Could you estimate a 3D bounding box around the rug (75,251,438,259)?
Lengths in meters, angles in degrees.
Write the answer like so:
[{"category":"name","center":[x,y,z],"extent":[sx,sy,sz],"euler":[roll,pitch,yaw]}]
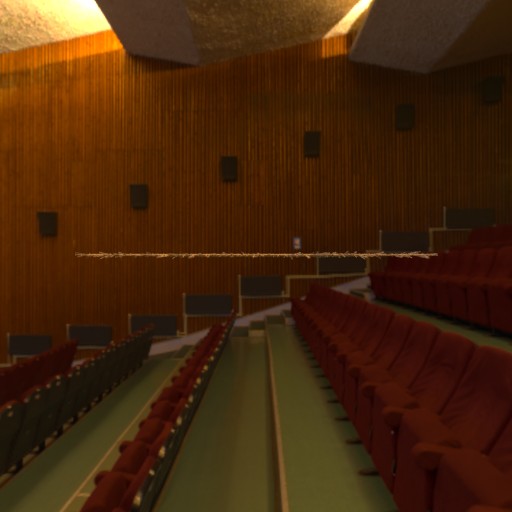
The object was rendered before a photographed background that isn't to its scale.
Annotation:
[{"category":"rug","center":[0.000,0.000,2.481],"extent":[1.224,0.027,2.021],"euler":[0,0,0]}]
